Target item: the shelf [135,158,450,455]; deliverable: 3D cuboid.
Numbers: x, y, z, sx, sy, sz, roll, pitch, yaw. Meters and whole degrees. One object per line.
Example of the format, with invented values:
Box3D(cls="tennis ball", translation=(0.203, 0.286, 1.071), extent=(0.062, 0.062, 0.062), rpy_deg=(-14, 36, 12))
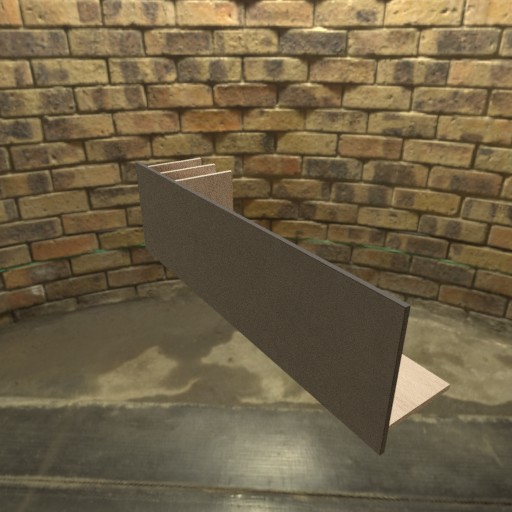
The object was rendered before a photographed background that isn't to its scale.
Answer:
Box3D(cls="shelf", translation=(0.000, 0.000, 1.120), extent=(0.200, 0.300, 1.020), rpy_deg=(-17, 31, -31))
